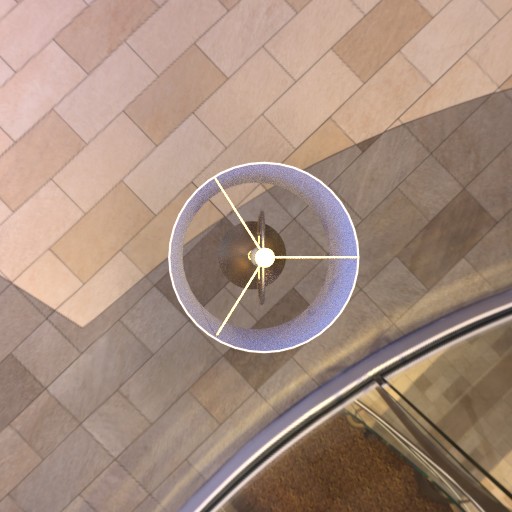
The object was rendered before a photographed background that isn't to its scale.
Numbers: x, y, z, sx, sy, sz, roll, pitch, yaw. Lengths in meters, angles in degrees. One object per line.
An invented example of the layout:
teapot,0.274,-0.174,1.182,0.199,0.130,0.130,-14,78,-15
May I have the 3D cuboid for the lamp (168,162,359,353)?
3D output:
lamp,0.000,0.000,0.692,0.231,0.569,0.231,0,90,-2
